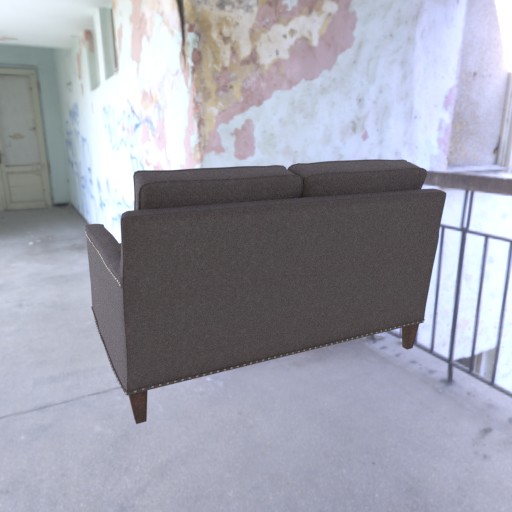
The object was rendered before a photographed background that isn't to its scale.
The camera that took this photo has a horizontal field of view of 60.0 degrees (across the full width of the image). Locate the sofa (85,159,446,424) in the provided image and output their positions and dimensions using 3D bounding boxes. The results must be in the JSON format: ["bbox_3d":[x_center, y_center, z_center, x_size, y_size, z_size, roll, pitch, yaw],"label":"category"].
[{"bbox_3d":[0.000,0.000,2.324,1.597,1.003,1.084,-7,17,-25],"label":"sofa"}]
